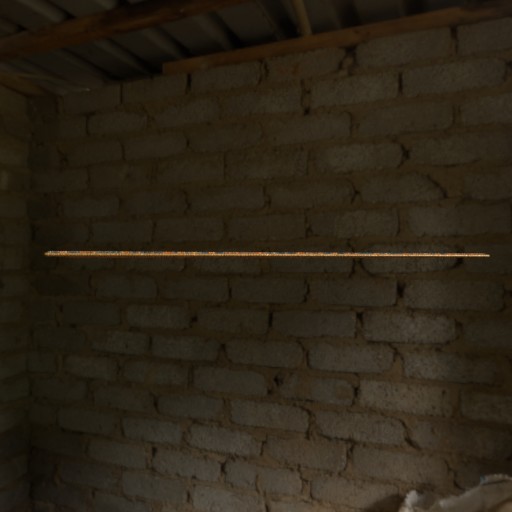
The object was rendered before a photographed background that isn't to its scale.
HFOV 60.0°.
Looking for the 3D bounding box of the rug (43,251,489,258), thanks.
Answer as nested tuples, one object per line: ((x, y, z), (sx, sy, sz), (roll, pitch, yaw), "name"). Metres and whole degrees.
((0.000, 0.000, 1.071), (0.863, 0.008, 0.557), (0, -1, -18), "rug")
